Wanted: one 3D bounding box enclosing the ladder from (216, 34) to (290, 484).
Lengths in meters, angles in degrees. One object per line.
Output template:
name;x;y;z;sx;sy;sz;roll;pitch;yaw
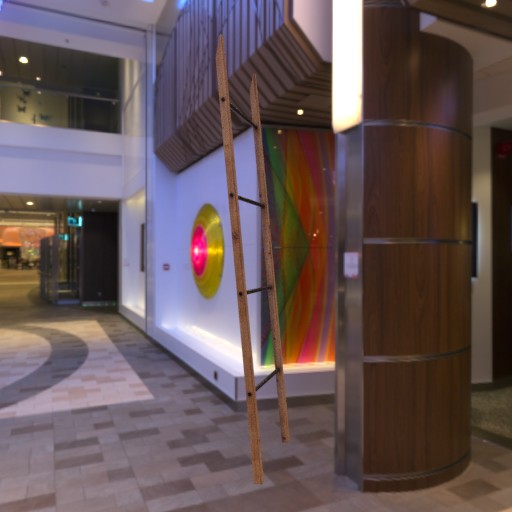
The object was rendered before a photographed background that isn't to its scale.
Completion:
ladder;0.000;0.000;1.984;0.200;1.805;0.442;0;0;19
